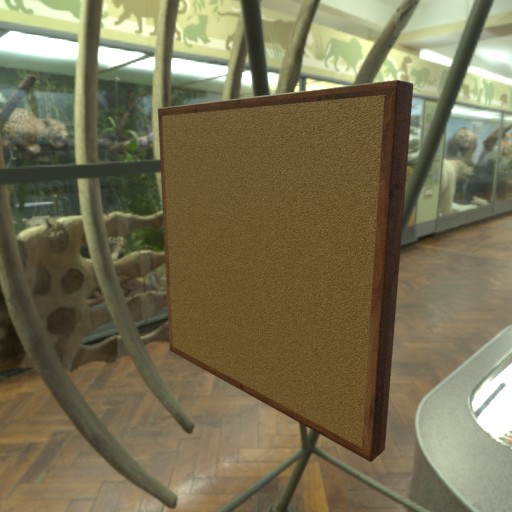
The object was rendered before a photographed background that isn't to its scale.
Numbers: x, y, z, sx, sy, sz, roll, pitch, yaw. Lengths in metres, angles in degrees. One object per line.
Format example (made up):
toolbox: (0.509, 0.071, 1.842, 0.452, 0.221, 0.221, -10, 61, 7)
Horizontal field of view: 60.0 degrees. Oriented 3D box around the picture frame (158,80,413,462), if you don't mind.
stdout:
picture frame: (0.000, 0.000, 0.528, 0.028, 0.356, 0.352, -13, 19, -43)
